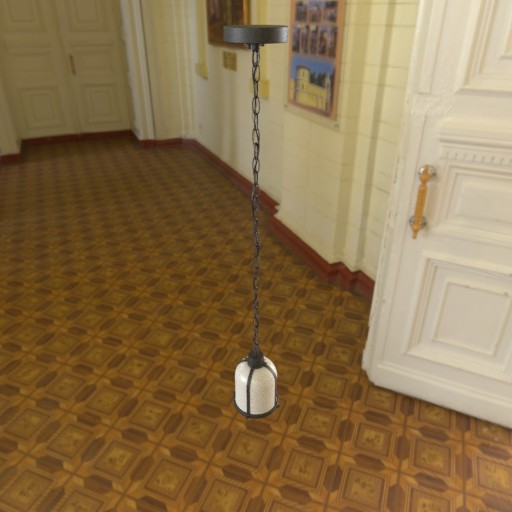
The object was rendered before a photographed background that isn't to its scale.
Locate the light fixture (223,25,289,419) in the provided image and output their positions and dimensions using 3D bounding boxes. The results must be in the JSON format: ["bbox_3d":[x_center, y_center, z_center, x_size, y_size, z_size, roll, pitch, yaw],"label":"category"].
[{"bbox_3d":[0.000,0.000,1.281,0.178,1.181,0.178,11,31,18],"label":"light fixture"}]
